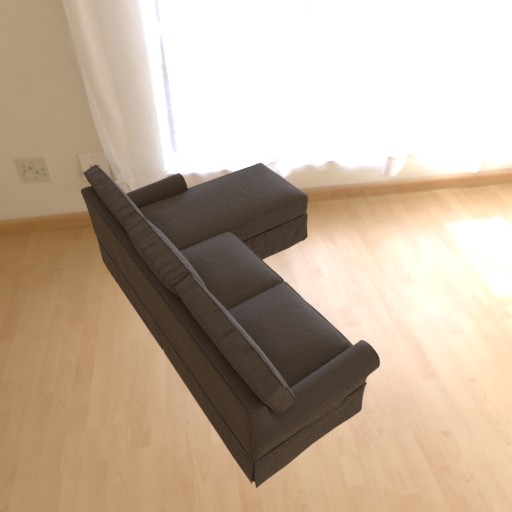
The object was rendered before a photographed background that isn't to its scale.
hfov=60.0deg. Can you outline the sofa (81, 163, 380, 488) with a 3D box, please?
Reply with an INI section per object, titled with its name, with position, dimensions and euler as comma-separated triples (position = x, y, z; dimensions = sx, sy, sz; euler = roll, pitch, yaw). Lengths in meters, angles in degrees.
[sofa]
position = 0.000, 0.000, 3.340
dimensions = 1.733, 0.978, 2.475
euler = -25, 47, -26
